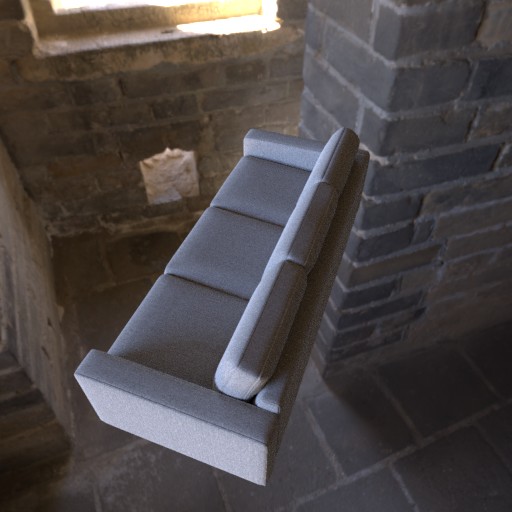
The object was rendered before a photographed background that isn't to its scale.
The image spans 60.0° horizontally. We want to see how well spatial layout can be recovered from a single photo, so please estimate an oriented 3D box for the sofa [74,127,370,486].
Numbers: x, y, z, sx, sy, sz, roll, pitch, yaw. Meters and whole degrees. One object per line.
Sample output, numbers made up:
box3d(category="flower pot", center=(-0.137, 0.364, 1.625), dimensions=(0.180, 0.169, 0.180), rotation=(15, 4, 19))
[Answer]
box3d(category="sofa", center=(0.000, 0.000, 2.563), dimensions=(0.900, 0.800, 2.120), rotation=(15, 48, 14))
